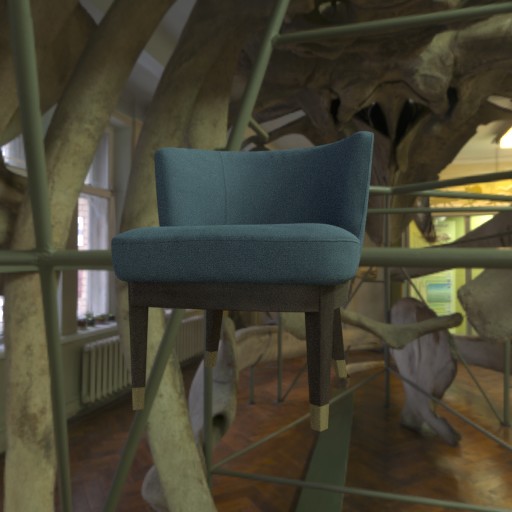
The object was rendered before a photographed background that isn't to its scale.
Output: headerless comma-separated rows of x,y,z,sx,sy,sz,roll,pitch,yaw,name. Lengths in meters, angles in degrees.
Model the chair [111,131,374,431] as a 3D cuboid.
0.000,0.000,1.285,0.661,0.760,0.702,0,0,17,chair
